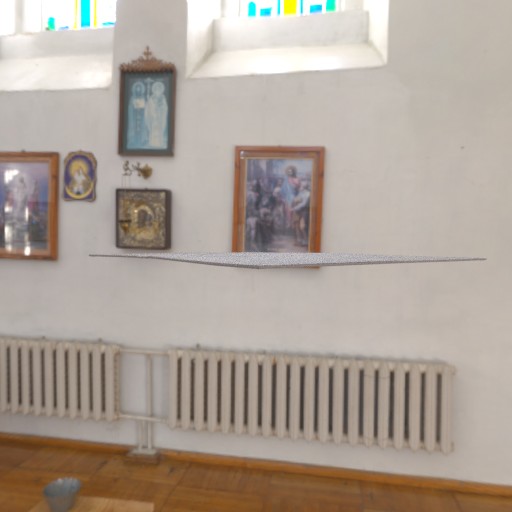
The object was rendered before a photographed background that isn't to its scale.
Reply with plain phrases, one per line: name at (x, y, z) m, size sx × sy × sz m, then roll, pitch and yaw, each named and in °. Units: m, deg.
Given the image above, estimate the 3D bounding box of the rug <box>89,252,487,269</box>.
rug at (0.000, 0.000, 3.002) m, size 1.604 × 0.030 × 2.307 m, roll -1°, pitch 2°, yaw -35°
